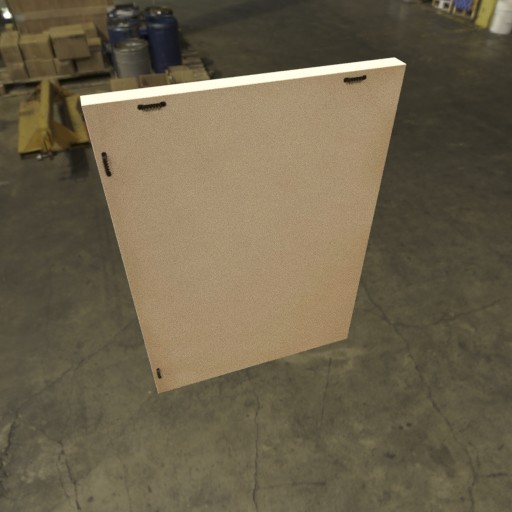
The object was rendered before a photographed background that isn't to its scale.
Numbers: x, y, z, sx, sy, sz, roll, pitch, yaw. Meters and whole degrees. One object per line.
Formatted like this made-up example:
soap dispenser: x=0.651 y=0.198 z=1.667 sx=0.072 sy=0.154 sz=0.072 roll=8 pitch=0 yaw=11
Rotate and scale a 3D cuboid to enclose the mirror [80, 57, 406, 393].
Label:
mirror: x=0.000 y=0.000 z=0.903 sx=0.507 sy=0.710 sz=0.040 roll=-13 pitch=43 yaw=-14
